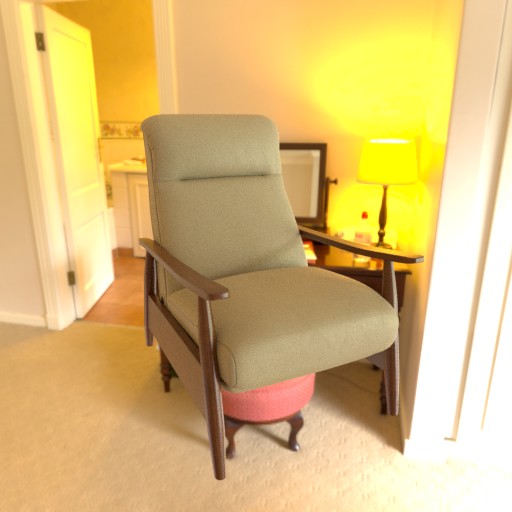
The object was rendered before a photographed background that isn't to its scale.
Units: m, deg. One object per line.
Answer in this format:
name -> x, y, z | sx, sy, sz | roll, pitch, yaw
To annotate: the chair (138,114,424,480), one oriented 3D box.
chair -> 0.000, 0.000, 1.765 | 0.762, 1.082, 1.014 | -8, 19, -25
